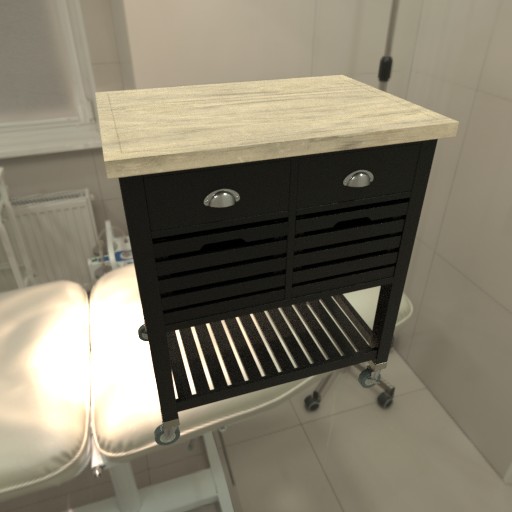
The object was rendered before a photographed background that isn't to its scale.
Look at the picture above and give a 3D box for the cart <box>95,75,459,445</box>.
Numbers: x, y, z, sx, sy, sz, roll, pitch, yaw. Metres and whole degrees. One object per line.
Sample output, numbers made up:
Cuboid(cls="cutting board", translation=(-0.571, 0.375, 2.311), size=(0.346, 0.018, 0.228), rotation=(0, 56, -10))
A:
Cuboid(cls="cart", translation=(0.000, 0.000, 1.389), size=(0.797, 0.920, 0.567), rotation=(-10, 34, -15))
